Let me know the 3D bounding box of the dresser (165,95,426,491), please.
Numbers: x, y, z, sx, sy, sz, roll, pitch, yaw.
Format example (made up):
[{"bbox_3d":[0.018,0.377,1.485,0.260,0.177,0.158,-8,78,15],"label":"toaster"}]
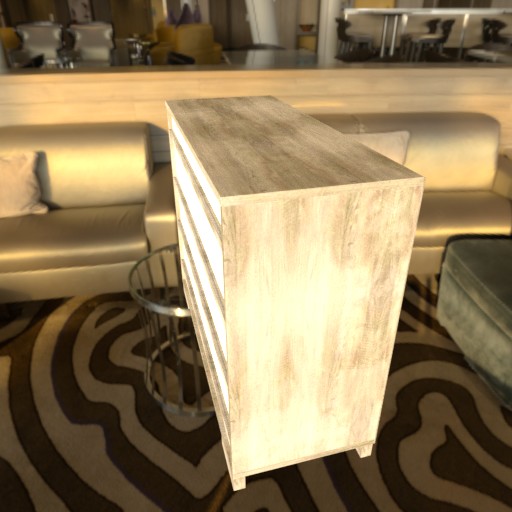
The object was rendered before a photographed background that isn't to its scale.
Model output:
[{"bbox_3d":[0.000,0.000,1.423,0.404,0.816,0.994,-8,30,-14],"label":"dresser"}]
